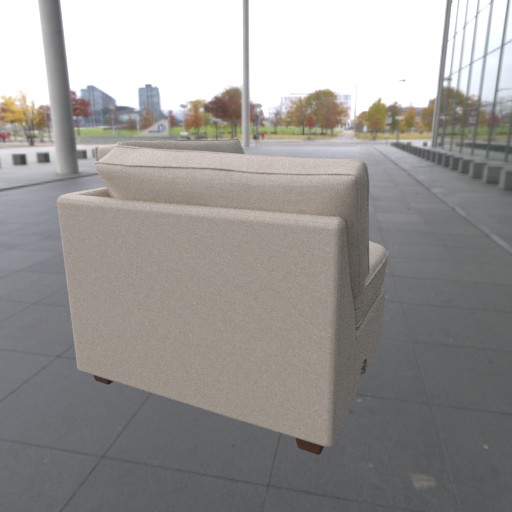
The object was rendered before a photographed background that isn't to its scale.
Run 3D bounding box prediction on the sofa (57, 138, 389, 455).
[{"bbox_3d":[0.000,0.000,1.842,1.050,0.937,1.042,8,18,26],"label":"sofa"}]
